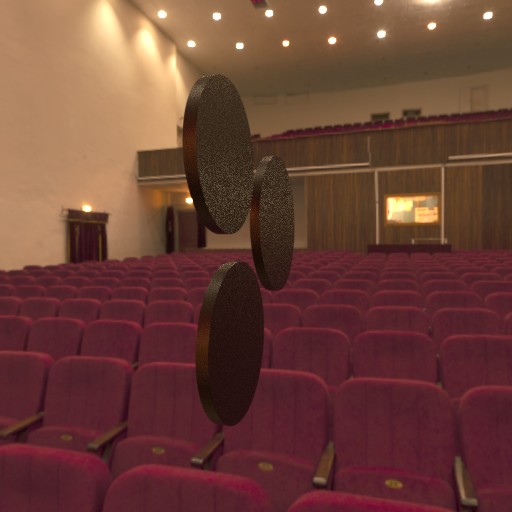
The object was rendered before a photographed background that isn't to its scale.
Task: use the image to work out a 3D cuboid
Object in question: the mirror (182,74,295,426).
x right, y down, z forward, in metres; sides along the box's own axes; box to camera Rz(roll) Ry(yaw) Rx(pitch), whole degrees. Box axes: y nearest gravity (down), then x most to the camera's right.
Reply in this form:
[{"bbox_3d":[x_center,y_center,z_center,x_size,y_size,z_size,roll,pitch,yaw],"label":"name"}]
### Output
[{"bbox_3d":[0.000,0.000,3.236,0.076,2.096,2.160,0,0,18],"label":"mirror"}]
